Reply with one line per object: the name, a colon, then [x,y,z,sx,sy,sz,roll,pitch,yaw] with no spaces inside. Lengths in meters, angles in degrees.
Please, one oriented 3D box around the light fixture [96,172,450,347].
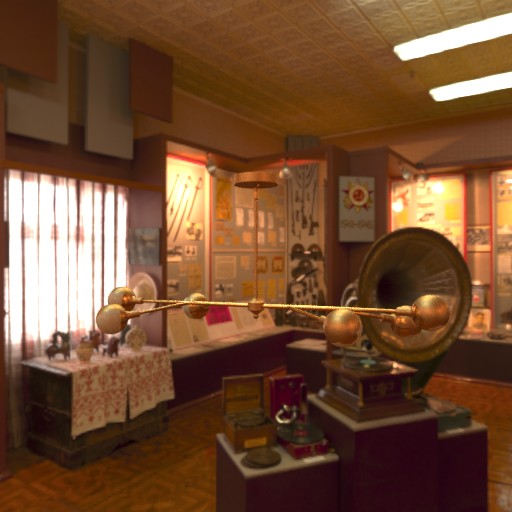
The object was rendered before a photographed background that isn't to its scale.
light fixture: [0.000,0.000,1.005,0.778,0.362,0.434,0,0,37]
